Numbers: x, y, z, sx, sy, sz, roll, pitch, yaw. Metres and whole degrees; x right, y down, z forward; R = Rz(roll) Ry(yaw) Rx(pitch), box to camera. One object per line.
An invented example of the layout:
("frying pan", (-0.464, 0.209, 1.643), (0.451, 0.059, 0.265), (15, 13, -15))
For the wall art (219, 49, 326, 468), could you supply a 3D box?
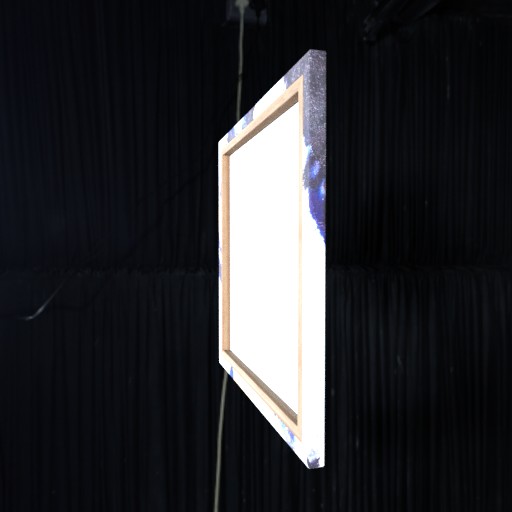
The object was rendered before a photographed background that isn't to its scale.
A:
("wall art", (0.000, 0.000, 1.360), (0.038, 0.885, 0.887), (-1, 2, -17))
